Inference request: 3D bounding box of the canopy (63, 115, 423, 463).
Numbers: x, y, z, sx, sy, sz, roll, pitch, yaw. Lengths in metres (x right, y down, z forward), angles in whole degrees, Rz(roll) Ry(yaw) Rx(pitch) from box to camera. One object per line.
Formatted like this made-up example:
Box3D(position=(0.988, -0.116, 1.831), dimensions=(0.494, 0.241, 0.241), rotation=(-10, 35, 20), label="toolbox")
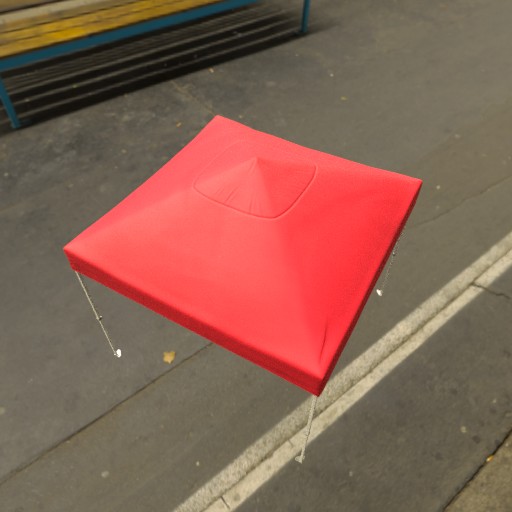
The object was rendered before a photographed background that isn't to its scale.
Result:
Box3D(position=(0.000, 0.000, 5.565), dimensions=(2.996, 2.997, 2.998), rotation=(23, 53, 19), label="canopy")
